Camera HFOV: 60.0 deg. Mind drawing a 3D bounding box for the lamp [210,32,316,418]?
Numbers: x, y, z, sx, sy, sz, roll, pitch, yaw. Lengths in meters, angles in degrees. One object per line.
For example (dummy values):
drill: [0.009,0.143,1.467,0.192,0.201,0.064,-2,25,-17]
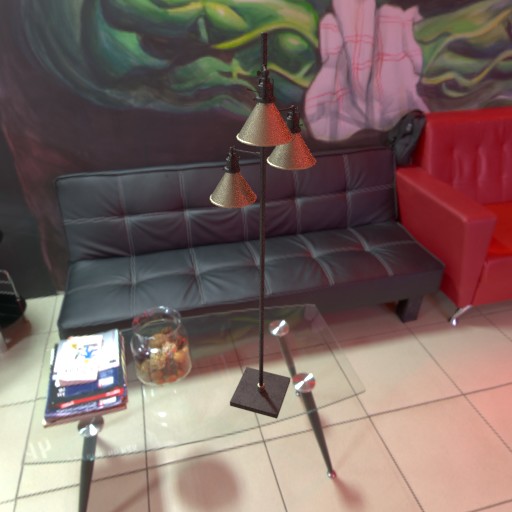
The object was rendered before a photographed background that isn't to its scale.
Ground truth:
lamp: [0.000,0.000,1.899,0.415,1.716,0.428,10,33,15]
